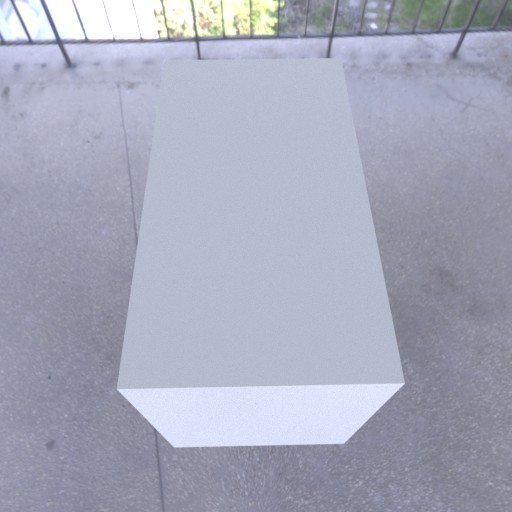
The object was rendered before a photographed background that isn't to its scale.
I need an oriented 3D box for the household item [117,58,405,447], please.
[{"bbox_3d":[0.000,0.000,1.525,0.597,0.749,1.100,-1,58,-1],"label":"household item"}]
